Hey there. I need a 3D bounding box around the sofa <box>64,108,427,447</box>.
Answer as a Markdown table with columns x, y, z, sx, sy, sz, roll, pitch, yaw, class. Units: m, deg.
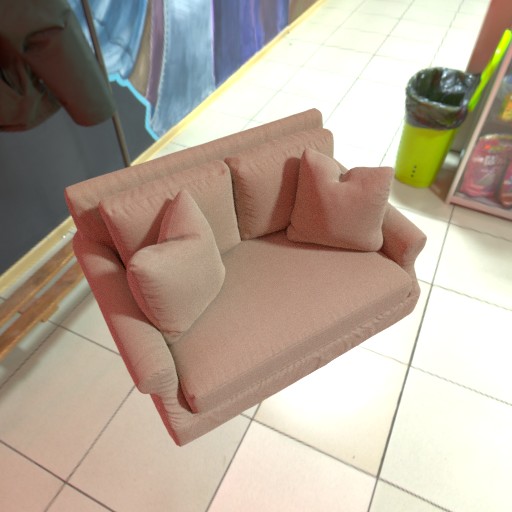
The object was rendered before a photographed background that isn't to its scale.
| x | y | z | sx | sy | sz | roll | pitch | yaw | class |
| --- | --- | --- | --- | --- | --- | --- | --- | --- | --- |
| 0.000 | 0.000 | 2.224 | 1.550 | 0.905 | 1.070 | -24 | 51 | -21 | sofa |
